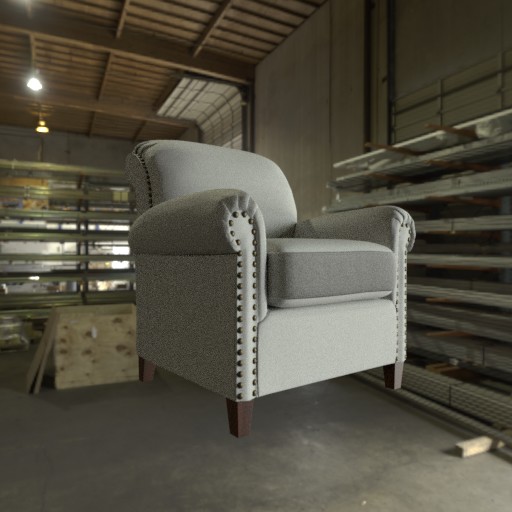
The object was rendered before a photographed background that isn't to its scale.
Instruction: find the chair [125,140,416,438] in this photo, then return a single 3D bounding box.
[{"bbox_3d":[0.000,0.000,1.644,0.854,0.927,0.890,0,1,-37],"label":"chair"}]
